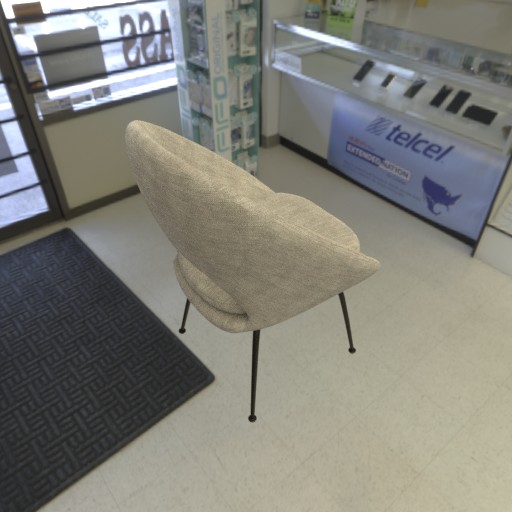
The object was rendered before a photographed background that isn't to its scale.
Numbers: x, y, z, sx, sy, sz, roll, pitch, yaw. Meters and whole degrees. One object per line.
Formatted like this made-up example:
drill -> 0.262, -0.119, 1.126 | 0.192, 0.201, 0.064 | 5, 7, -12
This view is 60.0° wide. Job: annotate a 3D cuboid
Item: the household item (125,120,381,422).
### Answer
household item -> 0.000, 0.000, 1.306 | 0.587, 0.869, 0.643 | -25, 46, -27
